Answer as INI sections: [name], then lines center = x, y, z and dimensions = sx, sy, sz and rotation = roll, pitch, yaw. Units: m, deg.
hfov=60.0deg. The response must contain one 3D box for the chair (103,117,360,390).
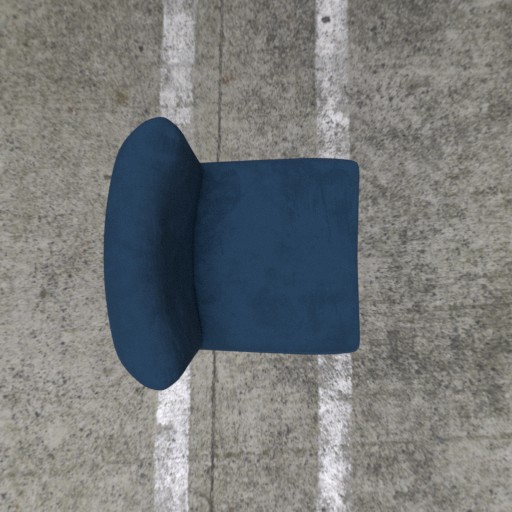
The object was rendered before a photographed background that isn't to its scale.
[chair]
center = 0.000, 0.000, 1.185
dimensions = 0.560, 0.824, 0.530
rotation = 0, 89, 0
